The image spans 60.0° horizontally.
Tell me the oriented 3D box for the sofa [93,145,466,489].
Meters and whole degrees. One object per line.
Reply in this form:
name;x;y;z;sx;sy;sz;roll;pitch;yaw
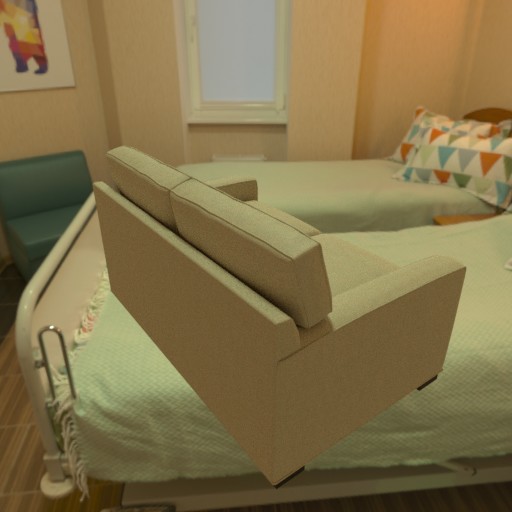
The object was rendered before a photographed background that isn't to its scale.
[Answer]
sofa;0.000;0.000;2.021;0.942;0.853;1.484;-18;32;-32
